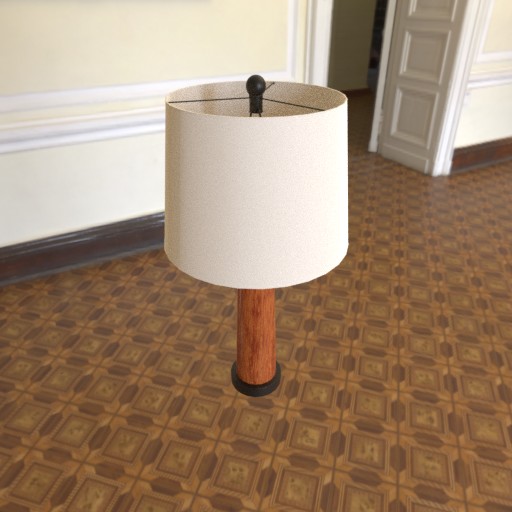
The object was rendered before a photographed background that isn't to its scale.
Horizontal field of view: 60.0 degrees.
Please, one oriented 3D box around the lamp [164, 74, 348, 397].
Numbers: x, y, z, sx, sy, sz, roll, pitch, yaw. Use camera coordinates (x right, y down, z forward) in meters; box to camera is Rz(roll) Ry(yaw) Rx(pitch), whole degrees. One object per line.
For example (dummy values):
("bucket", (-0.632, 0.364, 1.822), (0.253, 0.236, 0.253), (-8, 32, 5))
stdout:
("lamp", (0.000, 0.000, 0.872), (0.349, 0.667, 0.349), (0, 31, 0))
